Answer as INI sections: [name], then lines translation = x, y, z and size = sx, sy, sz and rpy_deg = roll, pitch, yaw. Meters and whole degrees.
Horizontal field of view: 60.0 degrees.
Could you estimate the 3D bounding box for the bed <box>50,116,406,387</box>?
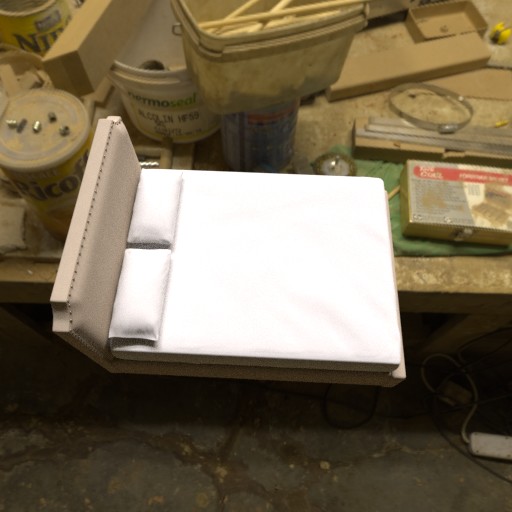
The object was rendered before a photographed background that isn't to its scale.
[bed]
translation = 0.000, 0.000, 3.479
size = 2.329, 1.415, 1.703
rpy_deg = 2, 64, 1
